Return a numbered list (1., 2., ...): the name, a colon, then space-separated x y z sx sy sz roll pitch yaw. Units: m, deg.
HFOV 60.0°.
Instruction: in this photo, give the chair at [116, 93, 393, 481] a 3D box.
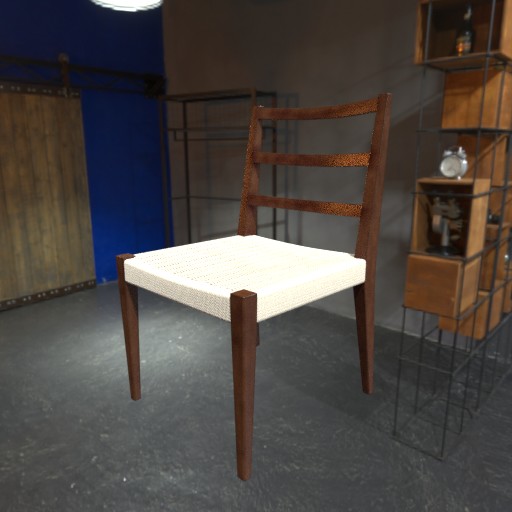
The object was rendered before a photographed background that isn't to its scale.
1. chair: 0.000 0.000 1.173 0.480 0.813 0.551 13 18 43
